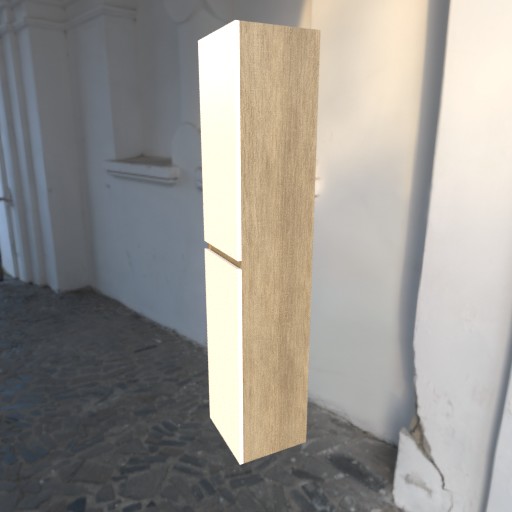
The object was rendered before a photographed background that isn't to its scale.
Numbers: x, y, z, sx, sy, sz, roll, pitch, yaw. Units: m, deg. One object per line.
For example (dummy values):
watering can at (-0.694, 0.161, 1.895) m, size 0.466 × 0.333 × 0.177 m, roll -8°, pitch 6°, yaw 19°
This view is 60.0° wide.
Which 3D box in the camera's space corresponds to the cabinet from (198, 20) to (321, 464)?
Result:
cabinet at (0.000, 0.000, 1.544) m, size 0.270 × 1.400 × 0.300 m, roll -7°, pitch 17°, yaw -25°
